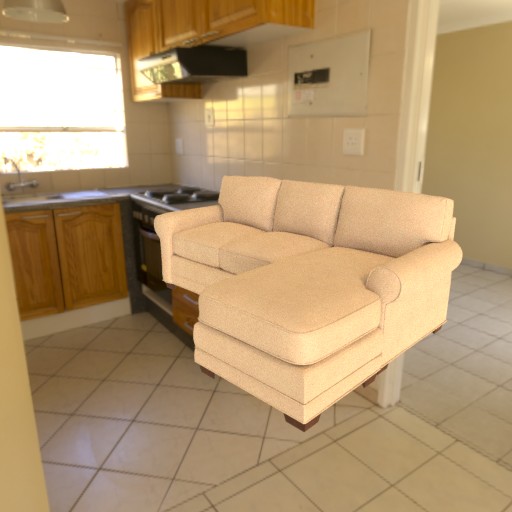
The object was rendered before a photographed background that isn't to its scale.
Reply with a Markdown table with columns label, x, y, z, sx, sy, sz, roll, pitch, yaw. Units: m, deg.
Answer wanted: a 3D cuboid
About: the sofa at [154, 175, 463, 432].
| label | x | y | z | sx | sy | sz | roll | pitch | yaw |
| --- | --- | --- | --- | --- | --- | --- | --- | --- | --- |
| sofa | 0.000 | 0.000 | 2.406 | 1.770 | 0.734 | 1.226 | 15 | 22 | 43 |
